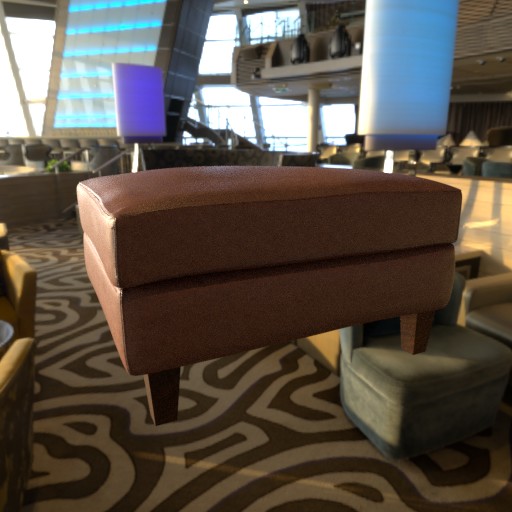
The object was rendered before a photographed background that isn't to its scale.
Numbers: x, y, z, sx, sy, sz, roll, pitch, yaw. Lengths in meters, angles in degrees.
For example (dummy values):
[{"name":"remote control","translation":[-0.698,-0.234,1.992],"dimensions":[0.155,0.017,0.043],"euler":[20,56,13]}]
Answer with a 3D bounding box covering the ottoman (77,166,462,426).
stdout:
[{"name":"ottoman","translation":[0.000,0.000,1.213],"dimensions":[0.851,0.485,0.650],"euler":[-7,17,-25]}]
